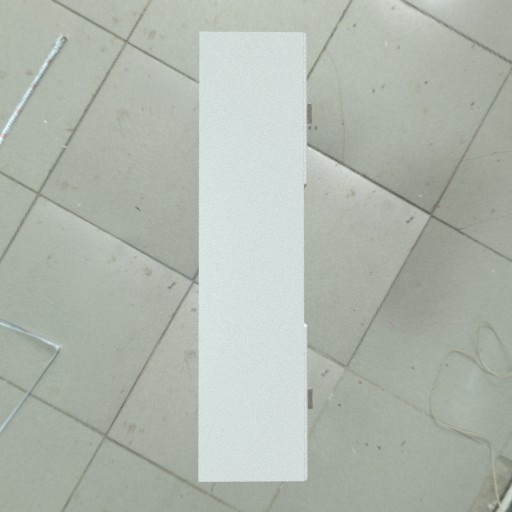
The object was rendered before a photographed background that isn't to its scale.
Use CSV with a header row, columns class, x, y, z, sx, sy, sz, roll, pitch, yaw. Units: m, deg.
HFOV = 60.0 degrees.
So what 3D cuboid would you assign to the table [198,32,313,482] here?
class,x,y,z,sx,sy,sz,roll,pitch,yaw
table,0.000,0.000,1.749,0.400,0.440,1.550,0,89,-1
